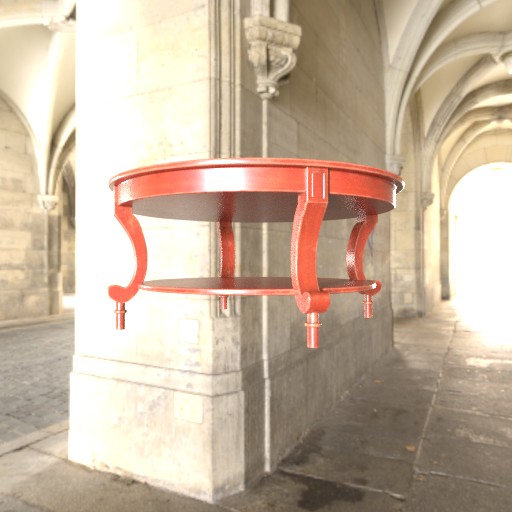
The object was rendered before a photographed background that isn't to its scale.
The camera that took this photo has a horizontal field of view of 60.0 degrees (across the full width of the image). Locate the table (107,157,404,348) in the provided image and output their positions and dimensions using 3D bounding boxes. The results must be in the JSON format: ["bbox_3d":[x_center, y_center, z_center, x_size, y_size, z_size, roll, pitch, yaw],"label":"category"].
[{"bbox_3d":[0.000,0.000,1.615,1.029,0.486,1.029,0,0,0],"label":"table"}]
